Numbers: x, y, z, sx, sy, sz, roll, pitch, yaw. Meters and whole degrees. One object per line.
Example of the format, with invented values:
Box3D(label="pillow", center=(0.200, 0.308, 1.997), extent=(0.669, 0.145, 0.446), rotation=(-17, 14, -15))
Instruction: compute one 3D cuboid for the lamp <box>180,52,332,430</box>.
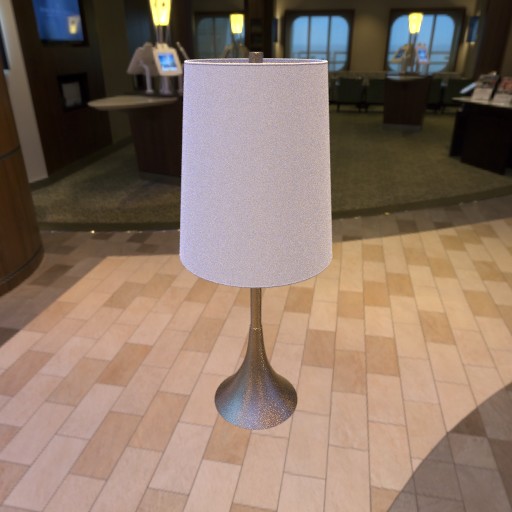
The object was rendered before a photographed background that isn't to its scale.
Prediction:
Box3D(label="lamp", center=(0.000, 0.000, 0.682), extent=(0.231, 0.569, 0.231), rotation=(0, 26, 0))
